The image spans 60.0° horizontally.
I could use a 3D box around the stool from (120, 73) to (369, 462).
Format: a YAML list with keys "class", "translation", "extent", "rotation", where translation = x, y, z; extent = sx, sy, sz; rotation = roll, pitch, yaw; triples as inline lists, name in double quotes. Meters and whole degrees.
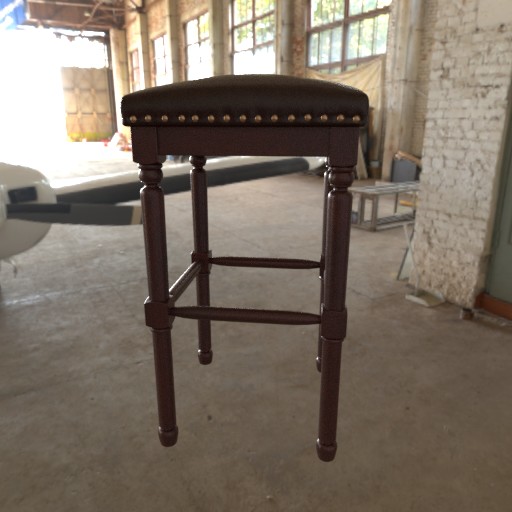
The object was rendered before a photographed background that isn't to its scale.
- class: "stool"
  translation: [0.000, 0.000, 0.926]
  extent: [0.383, 0.702, 0.382]
  rotation: [2, 17, 7]
